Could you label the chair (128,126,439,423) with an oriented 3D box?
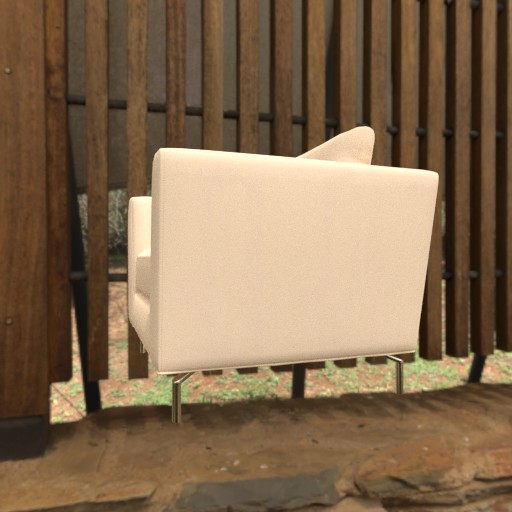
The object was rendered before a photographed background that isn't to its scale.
[{"bbox_3d":[0.000,0.000,1.703,0.889,0.865,1.041,0,0,-20],"label":"chair"}]
